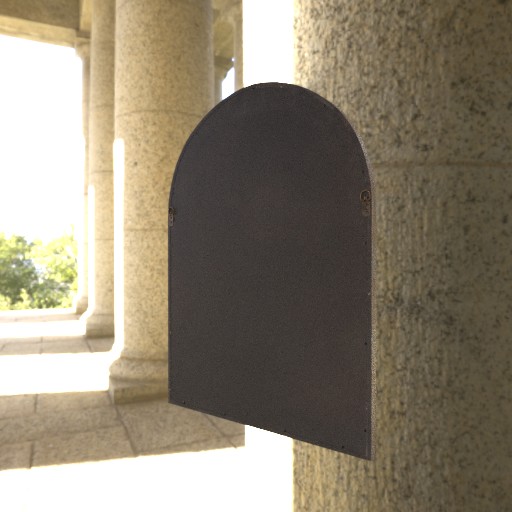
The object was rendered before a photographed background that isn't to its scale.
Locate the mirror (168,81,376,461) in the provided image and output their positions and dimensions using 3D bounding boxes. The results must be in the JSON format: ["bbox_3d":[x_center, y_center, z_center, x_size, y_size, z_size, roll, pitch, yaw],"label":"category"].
[{"bbox_3d":[0.000,0.000,1.198,0.660,0.920,0.032,0,0,36],"label":"mirror"}]
